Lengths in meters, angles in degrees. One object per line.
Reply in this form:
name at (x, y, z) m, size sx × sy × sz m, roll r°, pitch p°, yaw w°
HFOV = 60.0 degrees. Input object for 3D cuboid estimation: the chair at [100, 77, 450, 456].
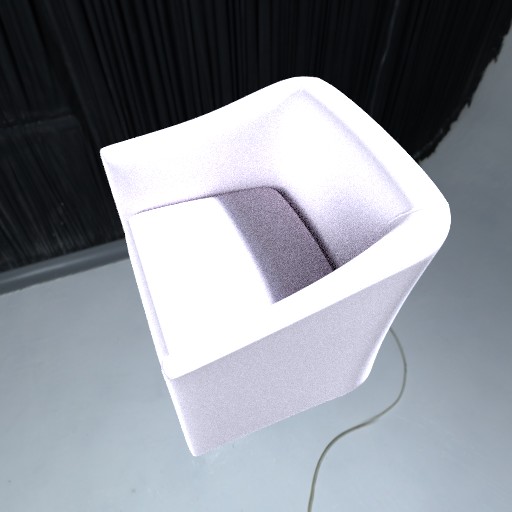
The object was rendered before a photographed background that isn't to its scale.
chair at (0.000, 0.000, 1.311) m, size 0.700 × 0.720 × 0.790 m, roll -17°, pitch 51°, yaw -14°
